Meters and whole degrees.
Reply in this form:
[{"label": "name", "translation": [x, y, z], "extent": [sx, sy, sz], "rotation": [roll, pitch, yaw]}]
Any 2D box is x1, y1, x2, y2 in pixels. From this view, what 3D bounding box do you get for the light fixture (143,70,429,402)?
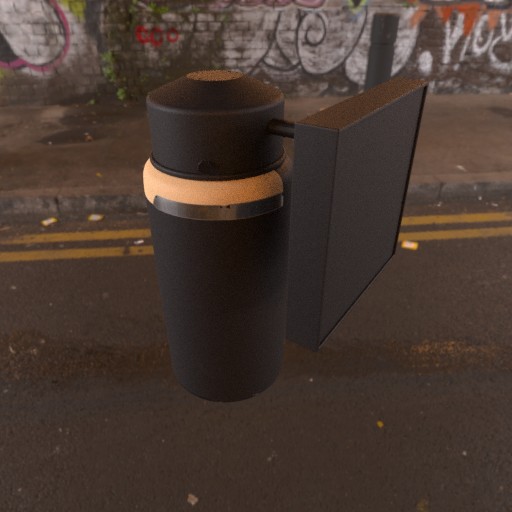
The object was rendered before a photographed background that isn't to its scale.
[{"label": "light fixture", "translation": [0.000, 0.000, 0.343], "extent": [0.176, 0.257, 0.130], "rotation": [20, 37, 29]}]
